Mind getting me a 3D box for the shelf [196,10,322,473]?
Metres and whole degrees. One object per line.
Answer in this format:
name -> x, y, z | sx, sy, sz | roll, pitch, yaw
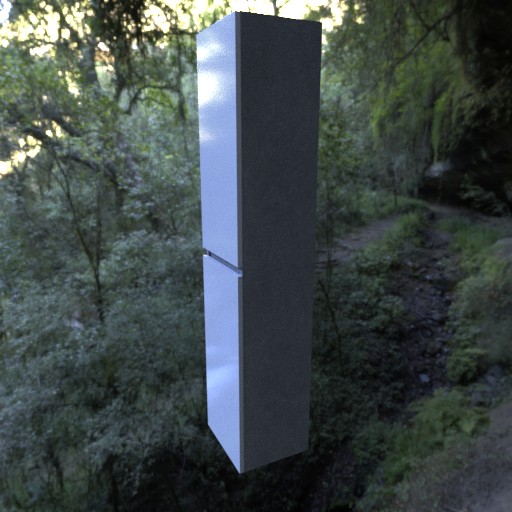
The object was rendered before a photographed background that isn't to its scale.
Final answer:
shelf -> 0.000, 0.000, 1.495 | 0.270, 1.400, 0.300 | -7, 16, -26
